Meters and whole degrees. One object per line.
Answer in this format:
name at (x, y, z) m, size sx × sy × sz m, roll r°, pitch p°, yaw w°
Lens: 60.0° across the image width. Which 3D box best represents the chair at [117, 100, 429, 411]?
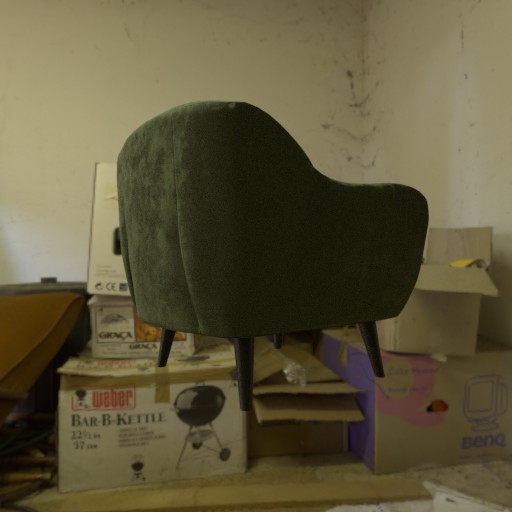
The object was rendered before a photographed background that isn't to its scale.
chair at (0.000, 0.000, 1.521) m, size 0.819 × 0.804 × 0.840 m, roll 0°, pitch 0°, yaw -35°
